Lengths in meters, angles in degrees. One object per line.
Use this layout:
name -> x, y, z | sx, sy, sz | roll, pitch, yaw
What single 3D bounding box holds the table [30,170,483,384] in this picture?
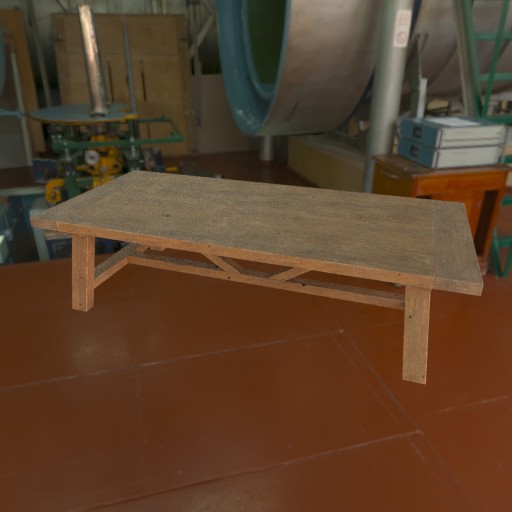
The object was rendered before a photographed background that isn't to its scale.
table -> 0.000, 0.000, 2.113 | 1.800, 0.465, 0.820 | 9, 27, 17
